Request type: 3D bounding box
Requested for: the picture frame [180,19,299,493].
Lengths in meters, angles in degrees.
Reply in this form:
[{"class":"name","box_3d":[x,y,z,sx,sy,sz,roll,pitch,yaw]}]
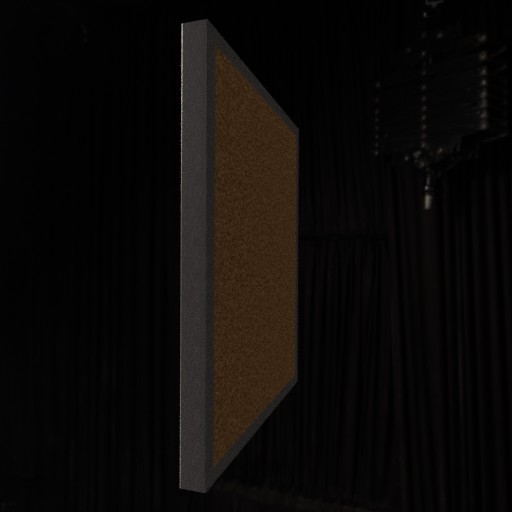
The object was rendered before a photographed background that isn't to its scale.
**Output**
[{"class":"picture frame","box_3d":[0.000,0.000,0.513,0.027,0.378,0.327,0,0,18]}]
